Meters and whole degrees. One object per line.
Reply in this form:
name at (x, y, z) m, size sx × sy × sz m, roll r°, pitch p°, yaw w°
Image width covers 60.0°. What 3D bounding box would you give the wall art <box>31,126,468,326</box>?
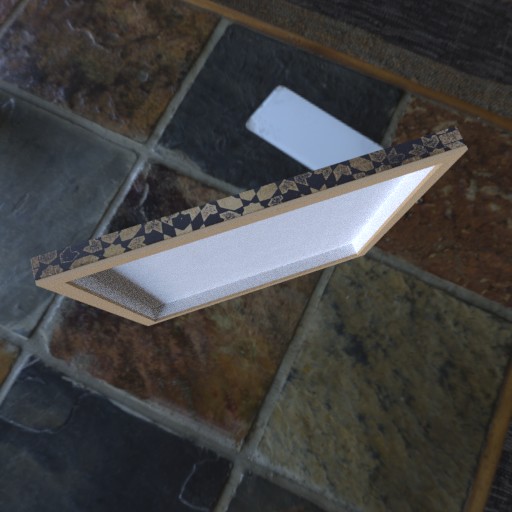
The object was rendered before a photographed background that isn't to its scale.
wall art at (0.000, 0.000, 0.895) m, size 0.612 × 0.612 × 0.038 m, roll -18°, pitch 77°, yaw -4°
